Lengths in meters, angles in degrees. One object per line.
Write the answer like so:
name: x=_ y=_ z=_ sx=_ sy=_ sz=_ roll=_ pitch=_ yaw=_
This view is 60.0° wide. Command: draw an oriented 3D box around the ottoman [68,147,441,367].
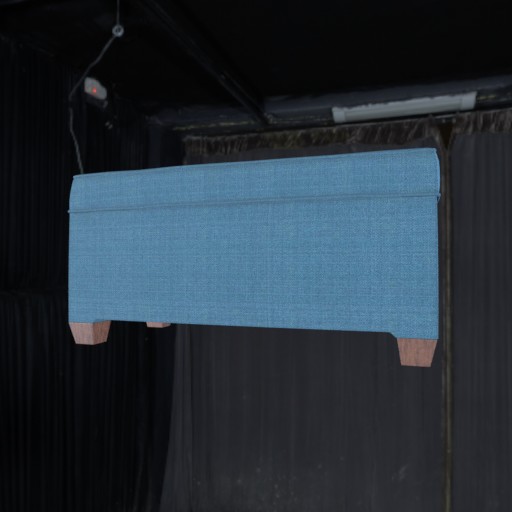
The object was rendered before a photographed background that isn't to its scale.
ottoman: x=0.000 y=0.000 z=1.248 sx=0.943 sy=0.474 sz=0.474 roll=0 pitch=-2 yaw=18
